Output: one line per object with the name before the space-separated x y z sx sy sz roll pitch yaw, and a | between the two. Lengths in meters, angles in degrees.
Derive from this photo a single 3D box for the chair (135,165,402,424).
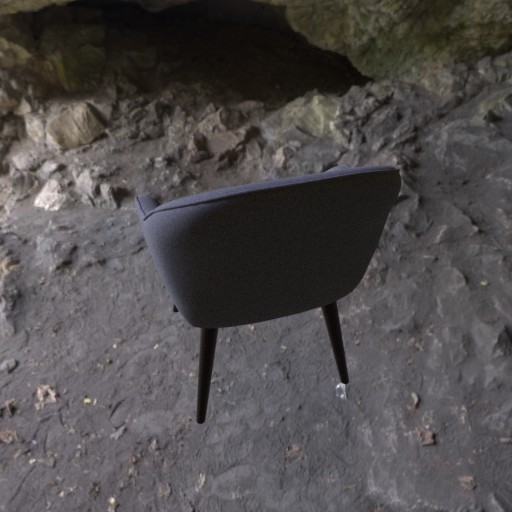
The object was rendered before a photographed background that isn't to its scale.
chair | 0.000 0.000 1.237 0.589 0.810 0.611 -11 41 -13
